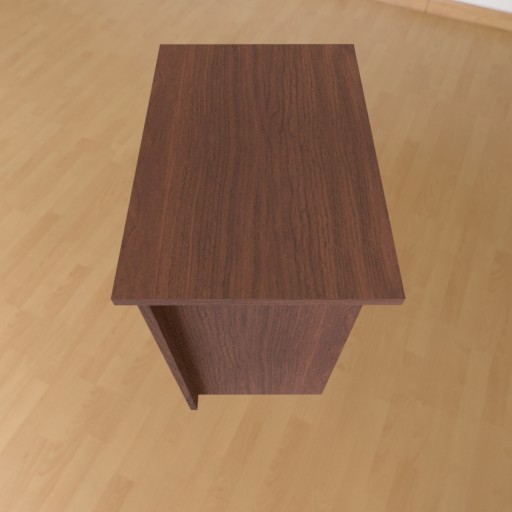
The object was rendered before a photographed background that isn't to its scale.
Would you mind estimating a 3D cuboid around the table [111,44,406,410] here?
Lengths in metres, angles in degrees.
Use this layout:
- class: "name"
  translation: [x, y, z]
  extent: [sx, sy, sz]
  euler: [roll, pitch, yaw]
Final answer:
- class: "table"
  translation: [0.000, 0.000, 1.061]
  extent: [0.406, 0.711, 0.589]
  euler: [0, 58, 0]
